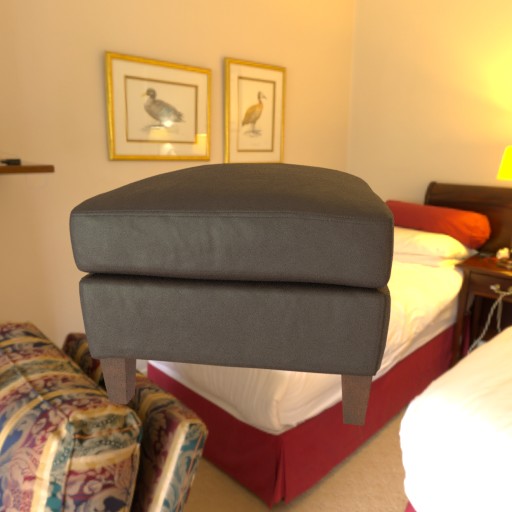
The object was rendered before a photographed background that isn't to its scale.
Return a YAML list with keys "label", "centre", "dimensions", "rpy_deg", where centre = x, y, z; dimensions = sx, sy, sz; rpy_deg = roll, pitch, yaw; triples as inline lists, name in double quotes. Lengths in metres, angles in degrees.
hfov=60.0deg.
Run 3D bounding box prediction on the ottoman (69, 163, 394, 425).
- label: "ottoman"
  centre: [0.000, 0.000, 1.277]
  dimensions: [0.659, 0.529, 0.887]
  rpy_deg: [2, 14, 8]
